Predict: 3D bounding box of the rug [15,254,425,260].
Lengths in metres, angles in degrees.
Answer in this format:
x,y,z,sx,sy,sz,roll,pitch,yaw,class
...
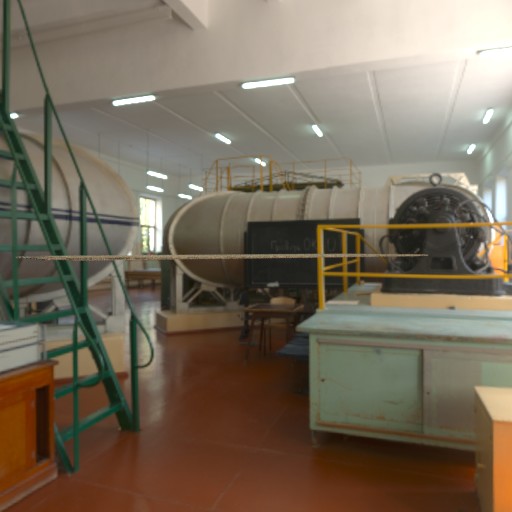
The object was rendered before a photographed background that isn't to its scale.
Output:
x,y,z,sx,sy,sz,roll,pitch,yaw,class
0.000,0.000,2.852,2.664,0.011,0.762,-1,1,-36,rug
